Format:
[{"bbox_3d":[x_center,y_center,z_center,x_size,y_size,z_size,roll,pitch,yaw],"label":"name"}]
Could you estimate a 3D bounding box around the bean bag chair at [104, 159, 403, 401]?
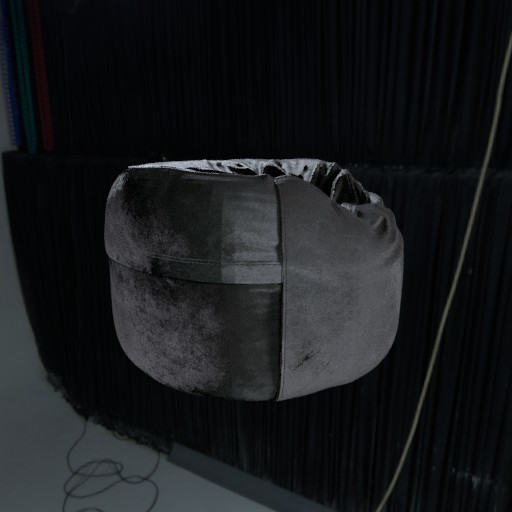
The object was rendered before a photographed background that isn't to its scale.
[{"bbox_3d":[0.000,0.000,1.442,0.918,0.605,0.918,0,15,0],"label":"bean bag chair"}]
